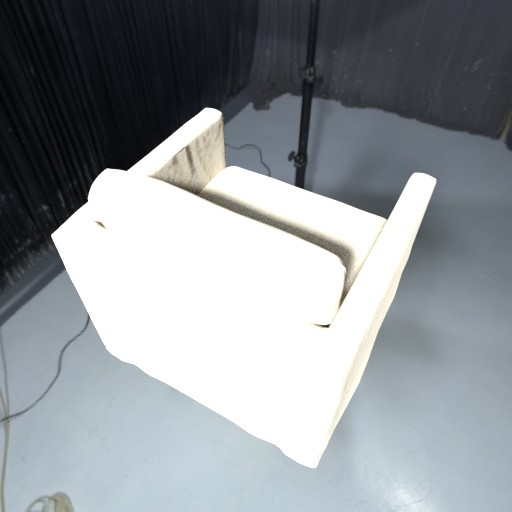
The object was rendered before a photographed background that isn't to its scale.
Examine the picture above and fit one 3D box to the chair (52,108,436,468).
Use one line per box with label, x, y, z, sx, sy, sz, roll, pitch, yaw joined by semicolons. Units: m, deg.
chair;0.000;0.000;1.729;1.057;0.867;0.949;23;52;19
